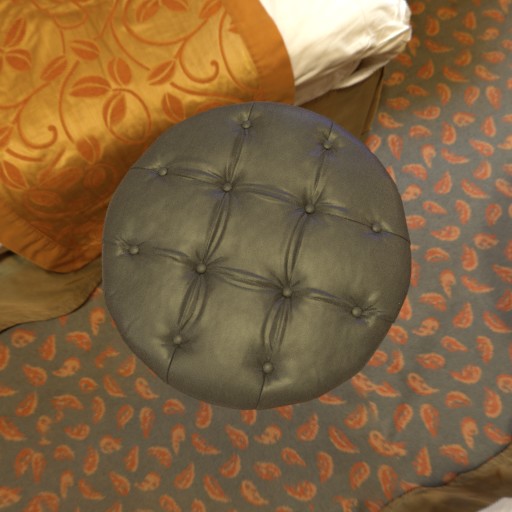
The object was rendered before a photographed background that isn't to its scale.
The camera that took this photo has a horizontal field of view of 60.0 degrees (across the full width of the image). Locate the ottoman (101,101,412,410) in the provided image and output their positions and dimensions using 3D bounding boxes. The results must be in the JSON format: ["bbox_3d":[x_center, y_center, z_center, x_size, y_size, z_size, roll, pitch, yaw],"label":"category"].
[{"bbox_3d":[0.000,0.000,1.401,0.901,0.439,0.901,0,76,0],"label":"ottoman"}]
